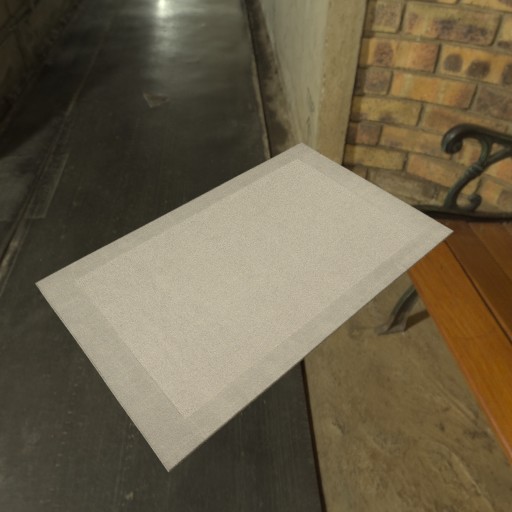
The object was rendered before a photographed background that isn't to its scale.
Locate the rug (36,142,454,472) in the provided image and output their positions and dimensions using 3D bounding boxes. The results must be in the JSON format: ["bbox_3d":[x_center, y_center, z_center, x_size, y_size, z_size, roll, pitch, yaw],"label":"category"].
[{"bbox_3d":[0.000,0.000,3.006,2.438,0.014,1.524,-33,55,-27],"label":"rug"}]
